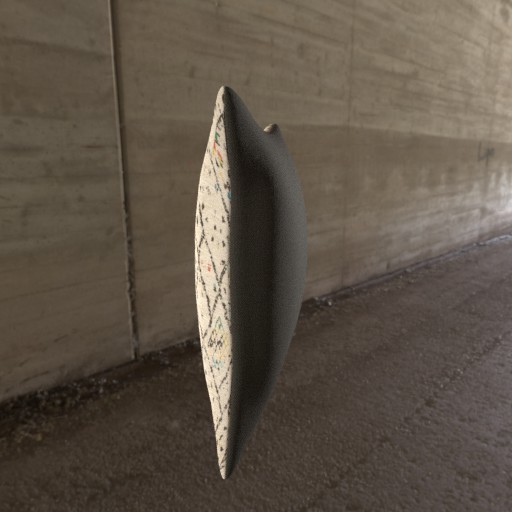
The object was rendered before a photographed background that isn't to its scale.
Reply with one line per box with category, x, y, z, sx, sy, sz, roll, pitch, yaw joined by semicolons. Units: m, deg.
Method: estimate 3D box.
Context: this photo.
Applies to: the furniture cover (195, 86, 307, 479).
furniture cover;0.000;0.000;0.789;0.180;0.498;0.525;2;13;8
